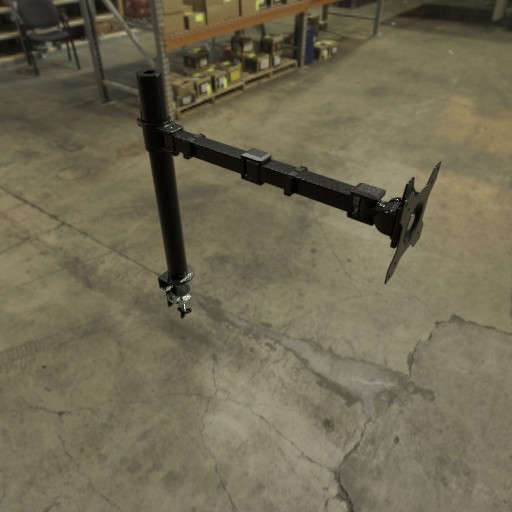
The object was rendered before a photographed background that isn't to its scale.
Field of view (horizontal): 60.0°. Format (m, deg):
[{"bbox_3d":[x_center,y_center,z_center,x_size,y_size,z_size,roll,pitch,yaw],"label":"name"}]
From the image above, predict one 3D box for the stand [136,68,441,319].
[{"bbox_3d":[0.000,0.000,0.722,0.456,0.510,0.115,24,45,27],"label":"stand"}]
